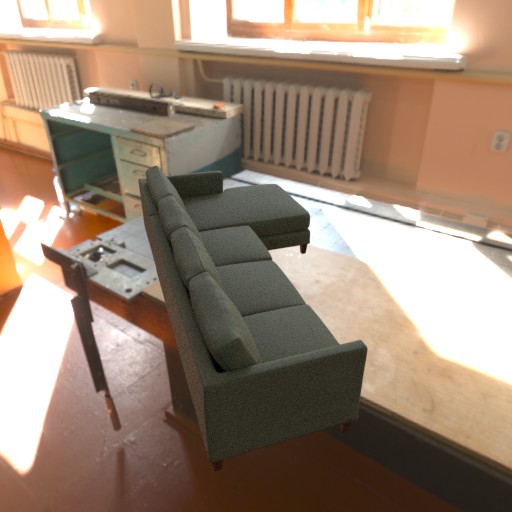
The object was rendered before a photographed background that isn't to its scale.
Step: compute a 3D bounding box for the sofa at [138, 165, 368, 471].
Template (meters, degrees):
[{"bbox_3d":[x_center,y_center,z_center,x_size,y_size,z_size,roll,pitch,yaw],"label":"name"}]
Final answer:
[{"bbox_3d":[0.000,0.000,3.810,1.625,0.861,3.186,-10,31,-16],"label":"sofa"}]
